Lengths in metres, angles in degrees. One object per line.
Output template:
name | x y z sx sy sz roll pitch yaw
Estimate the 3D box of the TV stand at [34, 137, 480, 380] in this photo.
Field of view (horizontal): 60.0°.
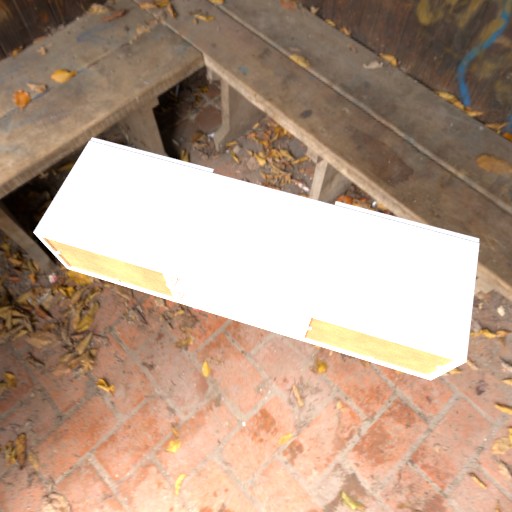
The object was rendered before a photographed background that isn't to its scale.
TV stand | 0.000 0.000 1.589 1.400 0.310 0.420 16 65 8
